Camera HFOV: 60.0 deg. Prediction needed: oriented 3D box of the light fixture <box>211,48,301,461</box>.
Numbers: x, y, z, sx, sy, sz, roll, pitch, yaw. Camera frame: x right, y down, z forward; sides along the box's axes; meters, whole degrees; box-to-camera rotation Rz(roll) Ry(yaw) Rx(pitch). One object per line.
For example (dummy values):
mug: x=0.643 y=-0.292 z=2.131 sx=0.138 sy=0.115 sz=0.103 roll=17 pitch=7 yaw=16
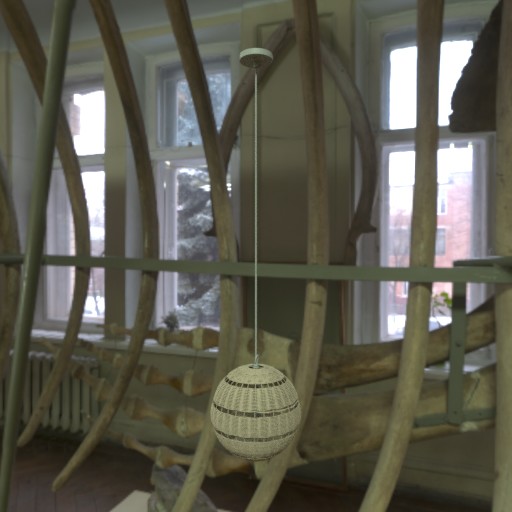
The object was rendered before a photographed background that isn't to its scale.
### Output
light fixture: x=0.000 y=0.000 z=2.240 sx=0.457 sy=2.019 sz=0.457 roll=0 pitch=0 yaw=19
